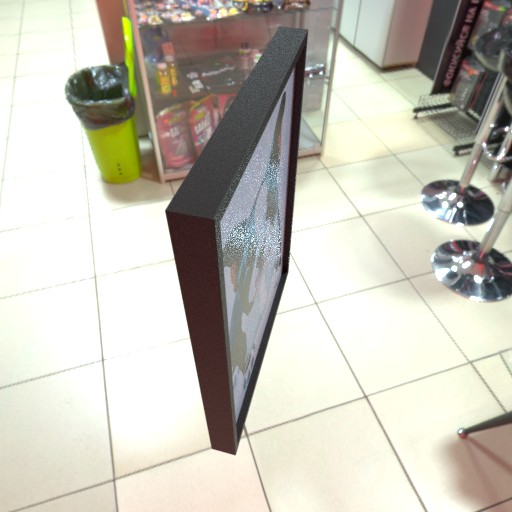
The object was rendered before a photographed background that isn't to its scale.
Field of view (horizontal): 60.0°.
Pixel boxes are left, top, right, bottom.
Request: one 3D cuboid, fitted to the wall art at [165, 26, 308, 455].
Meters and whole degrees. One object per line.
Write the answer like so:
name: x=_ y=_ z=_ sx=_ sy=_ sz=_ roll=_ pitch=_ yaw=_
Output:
wall art: x=0.000 y=0.000 z=0.483 sx=0.030 sy=0.369 sz=0.294 roll=11 pitch=48 yaw=10
